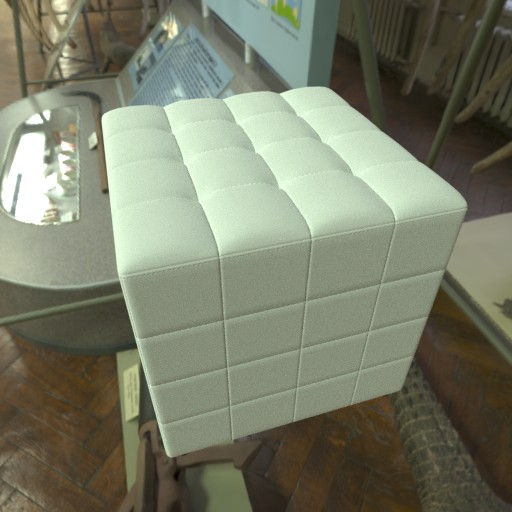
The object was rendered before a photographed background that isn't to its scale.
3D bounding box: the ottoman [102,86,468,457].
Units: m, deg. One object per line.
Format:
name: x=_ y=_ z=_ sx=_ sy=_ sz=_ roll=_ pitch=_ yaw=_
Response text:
ottoman: x=0.000 y=0.000 z=0.778 sx=0.425 sy=0.432 sz=0.425 roll=-11 pitch=41 yaw=-13
